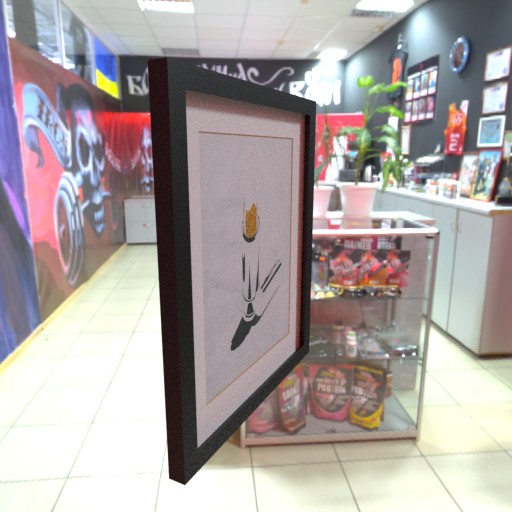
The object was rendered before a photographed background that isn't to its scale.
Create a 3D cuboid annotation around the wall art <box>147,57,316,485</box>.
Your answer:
[{"bbox_3d":[0.000,0.000,0.528,0.019,0.381,0.330,7,15,27],"label":"wall art"}]
